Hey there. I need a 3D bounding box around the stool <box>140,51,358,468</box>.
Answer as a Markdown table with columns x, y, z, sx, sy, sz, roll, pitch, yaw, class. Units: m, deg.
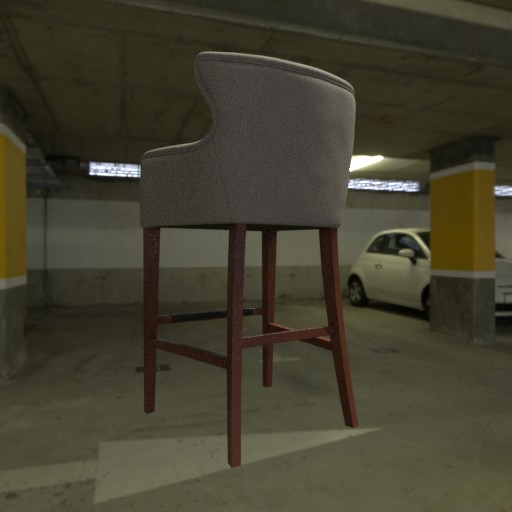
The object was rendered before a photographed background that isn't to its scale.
| x | y | z | sx | sy | sz | roll | pitch | yaw | class |
| --- | --- | --- | --- | --- | --- | --- | --- | --- | --- |
| 0.000 | 0.000 | 1.408 | 0.575 | 1.047 | 0.575 | 0 | 0 | -35 | stool |
